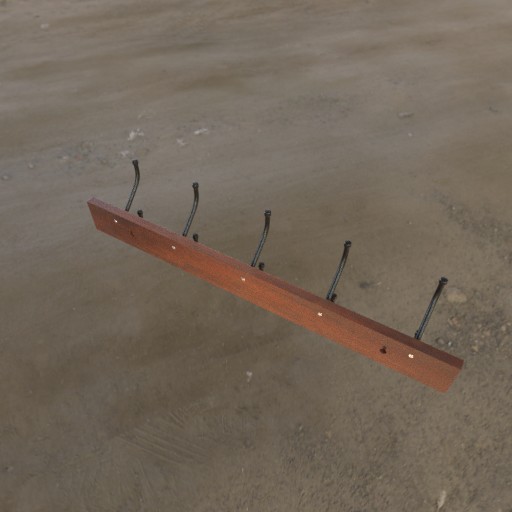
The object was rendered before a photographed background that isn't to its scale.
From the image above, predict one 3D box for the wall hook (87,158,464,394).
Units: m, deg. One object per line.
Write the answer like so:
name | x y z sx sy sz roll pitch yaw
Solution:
wall hook | 0.000 0.000 0.614 0.571 0.117 0.071 23 51 20
